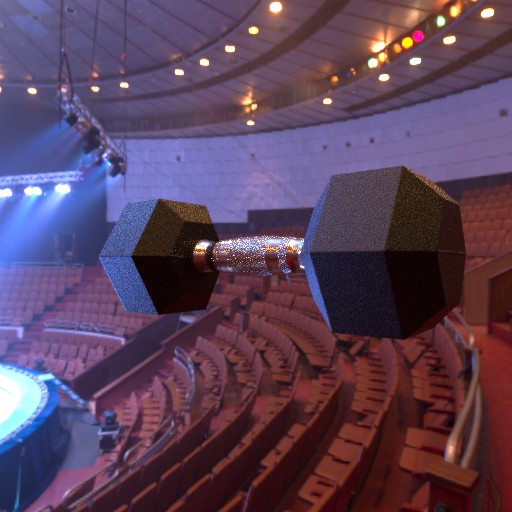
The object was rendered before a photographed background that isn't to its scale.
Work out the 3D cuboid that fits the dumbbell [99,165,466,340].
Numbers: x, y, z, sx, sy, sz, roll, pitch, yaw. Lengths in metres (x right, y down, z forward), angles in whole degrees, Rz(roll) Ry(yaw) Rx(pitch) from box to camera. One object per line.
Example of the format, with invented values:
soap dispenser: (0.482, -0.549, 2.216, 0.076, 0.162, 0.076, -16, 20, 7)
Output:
dumbbell: (0.000, 0.000, 0.325, 0.272, 0.092, 0.106, -1, -1, 37)
